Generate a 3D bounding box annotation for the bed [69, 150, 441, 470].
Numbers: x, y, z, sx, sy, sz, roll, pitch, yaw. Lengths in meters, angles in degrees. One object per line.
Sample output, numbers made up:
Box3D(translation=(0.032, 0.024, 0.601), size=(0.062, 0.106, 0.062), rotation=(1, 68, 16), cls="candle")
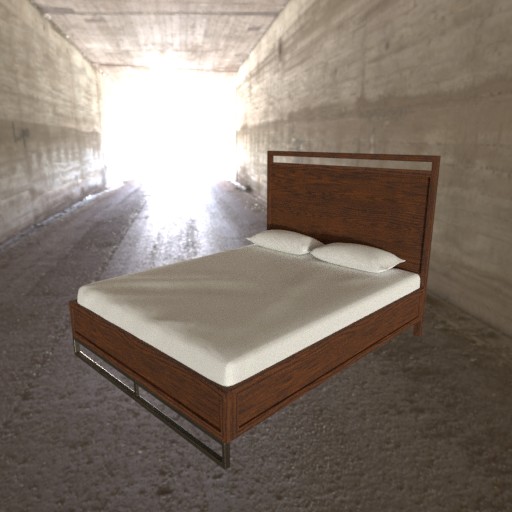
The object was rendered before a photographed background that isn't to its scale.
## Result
Box3D(translation=(0.000, 0.000, 3.400), size=(1.765, 1.487, 2.218), rotation=(14, 21, 43), cls="bed")
